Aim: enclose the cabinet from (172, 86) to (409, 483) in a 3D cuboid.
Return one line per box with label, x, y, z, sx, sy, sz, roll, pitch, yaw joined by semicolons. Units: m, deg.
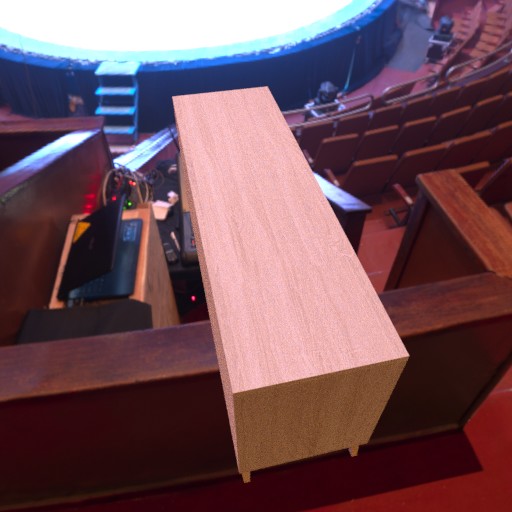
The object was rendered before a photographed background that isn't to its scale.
cabinet;0.000;0.000;2.029;0.500;0.780;1.649;-9;47;-9
